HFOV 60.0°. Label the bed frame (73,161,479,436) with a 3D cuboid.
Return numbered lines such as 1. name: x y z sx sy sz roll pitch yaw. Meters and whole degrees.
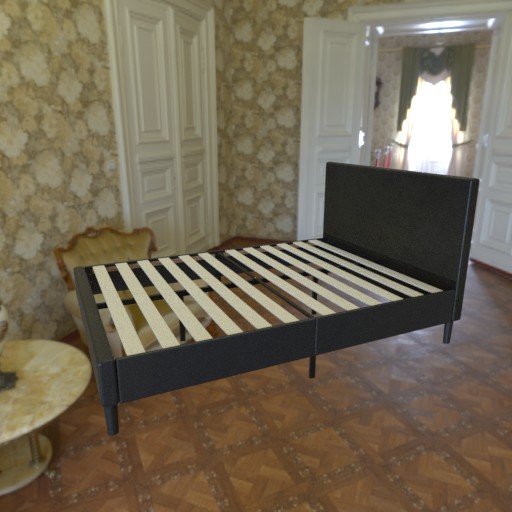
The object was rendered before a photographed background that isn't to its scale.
1. bed frame: 0.000 0.000 2.881 2.152 1.046 1.469 -7 18 -24
